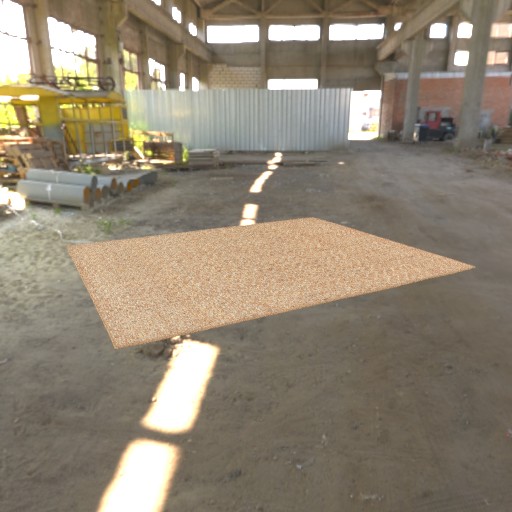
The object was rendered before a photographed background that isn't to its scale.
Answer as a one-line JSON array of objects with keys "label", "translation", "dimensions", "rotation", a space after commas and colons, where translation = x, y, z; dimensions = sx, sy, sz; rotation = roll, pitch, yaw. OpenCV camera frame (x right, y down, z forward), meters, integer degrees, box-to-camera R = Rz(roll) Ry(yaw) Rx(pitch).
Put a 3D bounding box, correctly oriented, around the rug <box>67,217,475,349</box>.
[{"label": "rug", "translation": [0.000, 0.000, 4.135], "dimensions": [3.048, 0.013, 2.439], "rotation": [-9, 19, -27]}]
